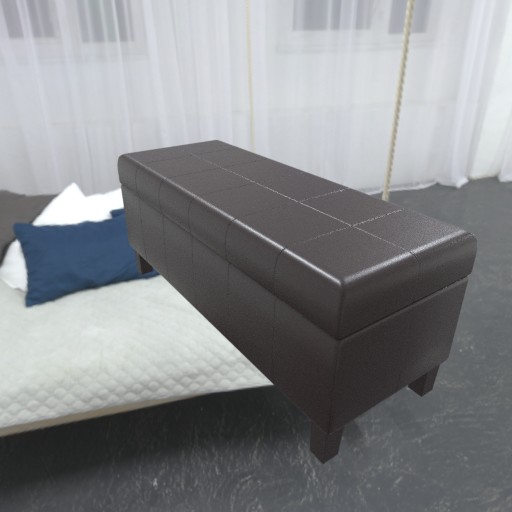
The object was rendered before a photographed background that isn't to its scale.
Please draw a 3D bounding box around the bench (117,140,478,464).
[{"bbox_3d":[0.000,0.000,1.337,0.429,0.457,1.092,-18,32,-31],"label":"bench"}]
